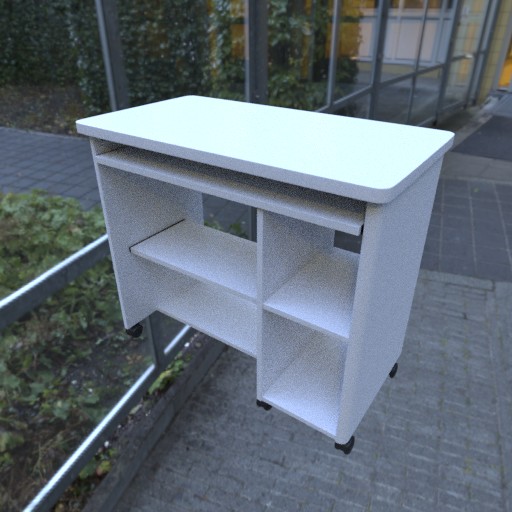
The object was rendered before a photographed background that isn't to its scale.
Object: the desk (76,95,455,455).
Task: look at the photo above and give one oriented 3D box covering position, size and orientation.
[{"bbox_3d":[0.000,0.000,1.323,0.877,0.763,0.475,19,35,30],"label":"desk"}]
